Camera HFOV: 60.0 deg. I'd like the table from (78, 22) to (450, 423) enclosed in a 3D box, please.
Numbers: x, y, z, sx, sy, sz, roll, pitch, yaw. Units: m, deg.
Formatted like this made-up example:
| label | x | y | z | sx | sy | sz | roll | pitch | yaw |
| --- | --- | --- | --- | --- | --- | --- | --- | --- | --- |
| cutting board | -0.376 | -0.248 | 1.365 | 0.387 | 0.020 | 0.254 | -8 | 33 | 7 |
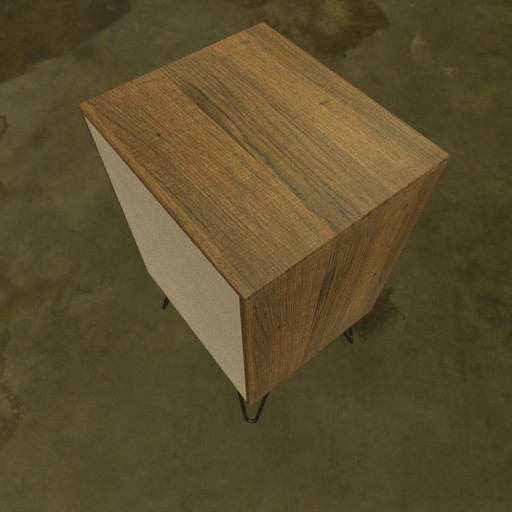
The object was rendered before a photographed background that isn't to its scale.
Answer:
| label | x | y | z | sx | sy | sz | roll | pitch | yaw |
| --- | --- | --- | --- | --- | --- | --- | --- | --- | --- |
| table | 0.000 | 0.000 | 1.169 | 0.457 | 0.866 | 0.526 | -34 | 64 | -19 |
